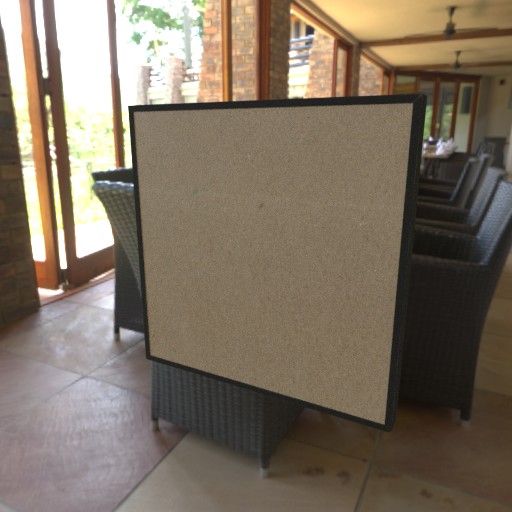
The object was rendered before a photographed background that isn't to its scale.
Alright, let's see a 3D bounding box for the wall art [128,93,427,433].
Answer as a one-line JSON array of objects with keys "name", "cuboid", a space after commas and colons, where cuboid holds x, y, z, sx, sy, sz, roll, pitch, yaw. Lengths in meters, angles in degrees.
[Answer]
[{"name": "wall art", "cuboid": [0.000, 0.000, 0.769, 0.508, 0.508, 0.038, 8, 17, 27]}]
